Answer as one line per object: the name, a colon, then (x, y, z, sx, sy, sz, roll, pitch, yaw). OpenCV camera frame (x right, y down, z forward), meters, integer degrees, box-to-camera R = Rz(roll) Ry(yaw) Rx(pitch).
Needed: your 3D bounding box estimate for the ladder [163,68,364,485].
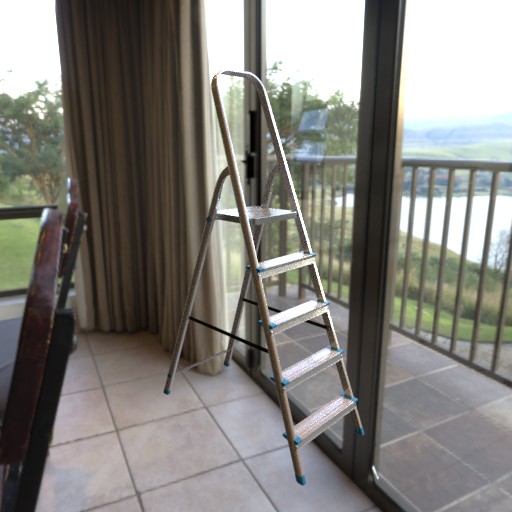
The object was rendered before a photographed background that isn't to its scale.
ladder: (0.000, 0.000, 2.075, 0.990, 1.648, 0.468, 14, 19, 43)
